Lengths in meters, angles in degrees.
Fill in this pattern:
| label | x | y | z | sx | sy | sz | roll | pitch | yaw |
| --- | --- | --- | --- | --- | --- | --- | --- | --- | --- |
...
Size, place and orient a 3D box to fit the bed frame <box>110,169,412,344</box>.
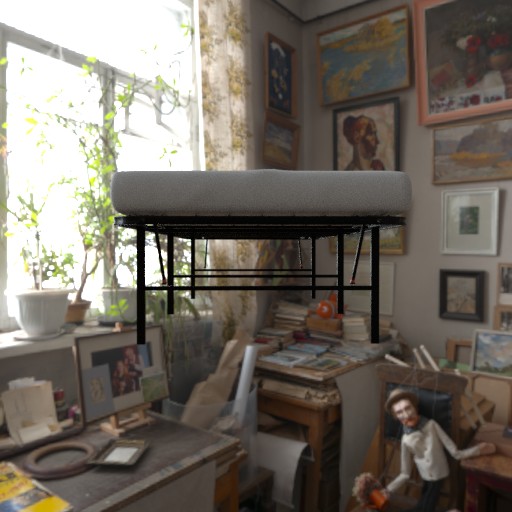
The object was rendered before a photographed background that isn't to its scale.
| label | x | y | z | sx | sy | sz | roll | pitch | yaw |
| --- | --- | --- | --- | --- | --- | --- | --- | --- | --- |
| bed frame | 0.000 | 0.000 | 2.355 | 0.989 | 0.619 | 1.903 | 0 | 1 | -1 |
